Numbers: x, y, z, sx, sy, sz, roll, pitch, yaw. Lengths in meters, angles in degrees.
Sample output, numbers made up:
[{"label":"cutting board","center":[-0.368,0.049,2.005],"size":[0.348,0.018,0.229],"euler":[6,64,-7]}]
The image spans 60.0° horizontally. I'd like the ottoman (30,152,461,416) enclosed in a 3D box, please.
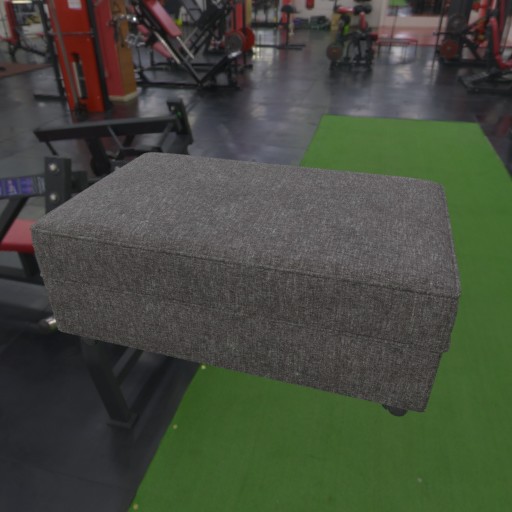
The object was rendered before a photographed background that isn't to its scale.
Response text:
[{"label":"ottoman","center":[0.000,0.000,1.501],"size":[1.184,0.487,0.717],"euler":[9,33,14]}]
